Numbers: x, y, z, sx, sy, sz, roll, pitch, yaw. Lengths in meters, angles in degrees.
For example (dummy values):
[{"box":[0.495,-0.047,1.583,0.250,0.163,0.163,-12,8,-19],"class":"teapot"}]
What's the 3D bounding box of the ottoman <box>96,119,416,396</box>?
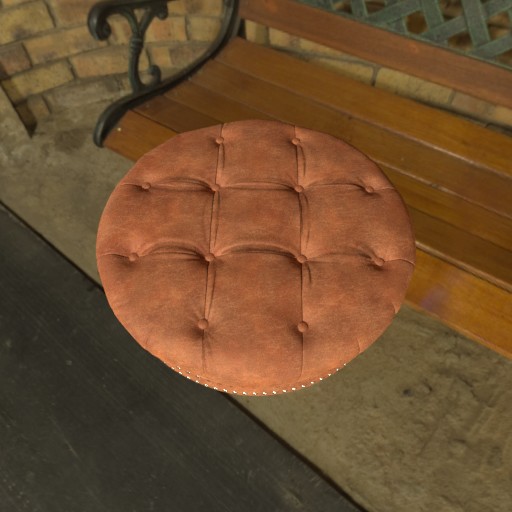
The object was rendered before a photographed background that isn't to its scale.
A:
[{"box":[0.000,0.000,1.400,0.901,0.444,0.901,0,59,0],"class":"ottoman"}]
